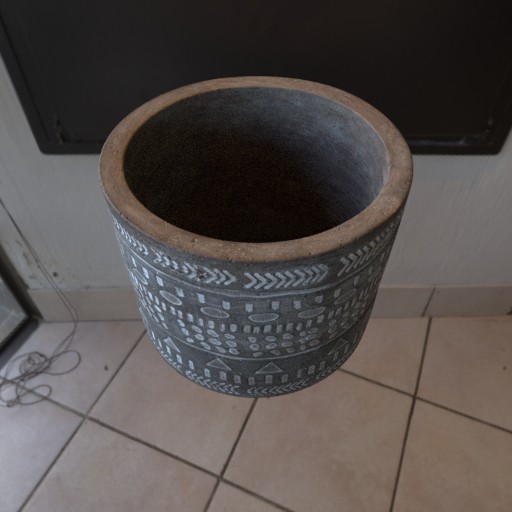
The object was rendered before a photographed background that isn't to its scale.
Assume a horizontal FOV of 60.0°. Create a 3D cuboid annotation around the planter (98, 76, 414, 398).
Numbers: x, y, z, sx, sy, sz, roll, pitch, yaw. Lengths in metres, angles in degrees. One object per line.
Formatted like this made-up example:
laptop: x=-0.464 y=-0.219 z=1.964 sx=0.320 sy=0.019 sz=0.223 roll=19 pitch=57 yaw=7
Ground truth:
planter: x=0.000 y=0.000 z=0.257 sx=0.142 sy=0.149 sz=0.142 roll=0 pitch=48 yaw=0
